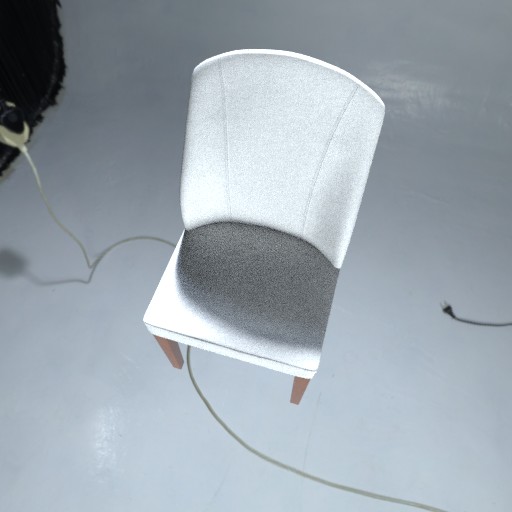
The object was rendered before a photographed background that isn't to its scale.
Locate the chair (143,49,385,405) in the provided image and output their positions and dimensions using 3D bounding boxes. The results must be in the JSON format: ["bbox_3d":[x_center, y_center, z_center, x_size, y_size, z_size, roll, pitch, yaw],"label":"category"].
[{"bbox_3d":[0.000,0.000,1.223,0.472,0.893,0.540,14,60,9],"label":"chair"}]
